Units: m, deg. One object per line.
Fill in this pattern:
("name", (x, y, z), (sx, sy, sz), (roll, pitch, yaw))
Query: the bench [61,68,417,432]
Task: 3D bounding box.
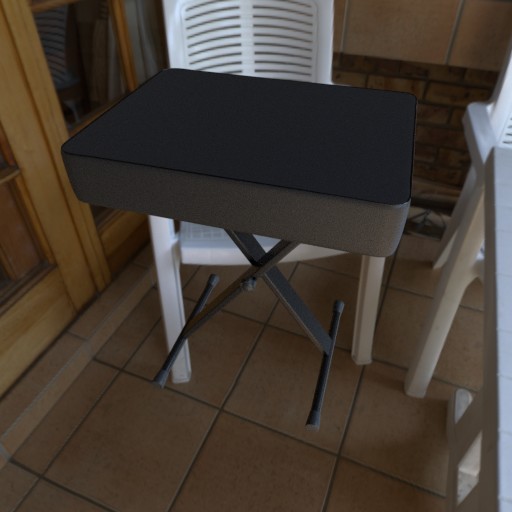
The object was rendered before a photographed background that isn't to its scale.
("bench", (0.000, 0.000, 0.773), (0.424, 0.500, 0.321), (11, 42, 12))
